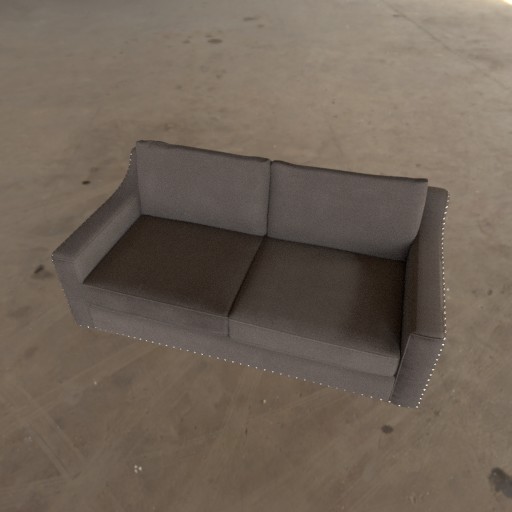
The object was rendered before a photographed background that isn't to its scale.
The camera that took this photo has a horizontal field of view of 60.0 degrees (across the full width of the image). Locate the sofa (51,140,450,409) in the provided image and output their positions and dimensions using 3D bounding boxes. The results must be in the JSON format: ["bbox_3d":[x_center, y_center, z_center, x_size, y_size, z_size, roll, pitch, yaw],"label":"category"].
[{"bbox_3d":[0.000,0.000,3.267,2.550,1.196,1.336,11,41,13],"label":"sofa"}]
